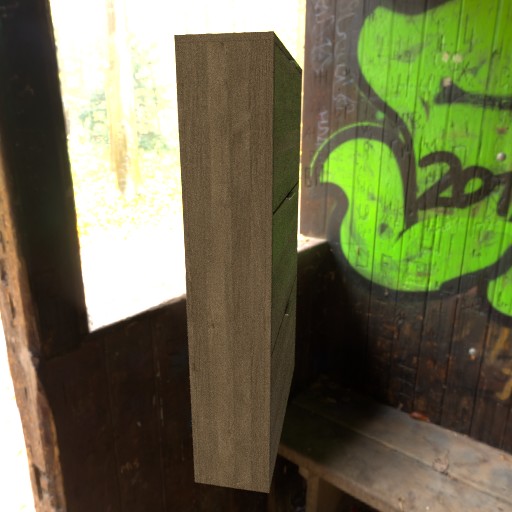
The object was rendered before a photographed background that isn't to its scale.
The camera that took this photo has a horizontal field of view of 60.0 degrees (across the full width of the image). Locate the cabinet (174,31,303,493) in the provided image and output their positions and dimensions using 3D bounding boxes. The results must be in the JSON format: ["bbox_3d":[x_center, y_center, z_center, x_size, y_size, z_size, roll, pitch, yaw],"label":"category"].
[{"bbox_3d":[0.000,0.000,1.544,0.250,1.280,0.750,3,17,10],"label":"cabinet"}]
